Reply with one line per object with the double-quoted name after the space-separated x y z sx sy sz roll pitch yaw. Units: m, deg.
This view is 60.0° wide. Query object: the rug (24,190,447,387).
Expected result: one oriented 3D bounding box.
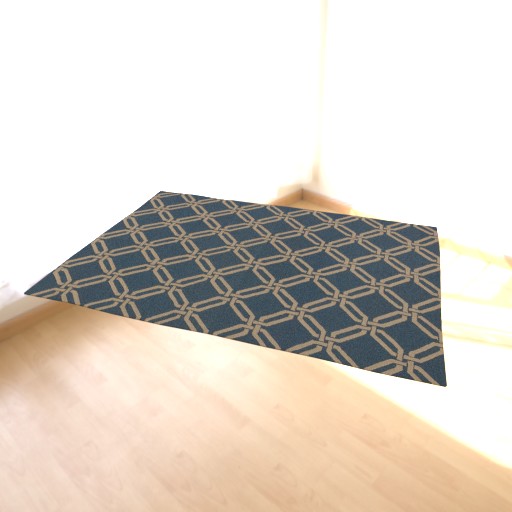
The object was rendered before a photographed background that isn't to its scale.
0.000 0.000 2.693 2.135 0.013 1.524 9 32 15 "rug"
